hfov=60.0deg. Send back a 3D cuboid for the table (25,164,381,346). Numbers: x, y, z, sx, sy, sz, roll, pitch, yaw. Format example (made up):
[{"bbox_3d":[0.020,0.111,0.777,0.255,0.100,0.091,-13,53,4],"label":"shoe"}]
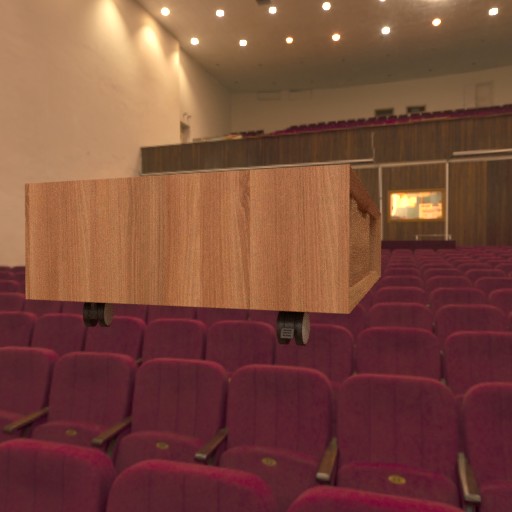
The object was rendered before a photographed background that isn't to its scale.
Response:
[{"bbox_3d":[0.000,0.000,1.384,0.700,0.330,1.100,0,1,18],"label":"table"}]
